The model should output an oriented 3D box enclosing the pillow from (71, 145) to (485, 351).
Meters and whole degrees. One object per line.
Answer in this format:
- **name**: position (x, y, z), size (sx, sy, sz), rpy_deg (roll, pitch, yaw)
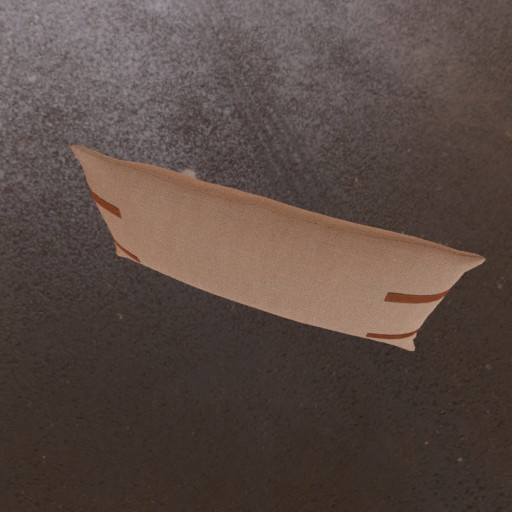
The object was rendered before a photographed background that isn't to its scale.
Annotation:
- **pillow**: position (0.000, 0.000, 0.733), size (0.612, 0.308, 0.148), rpy_deg (17, 59, 11)
